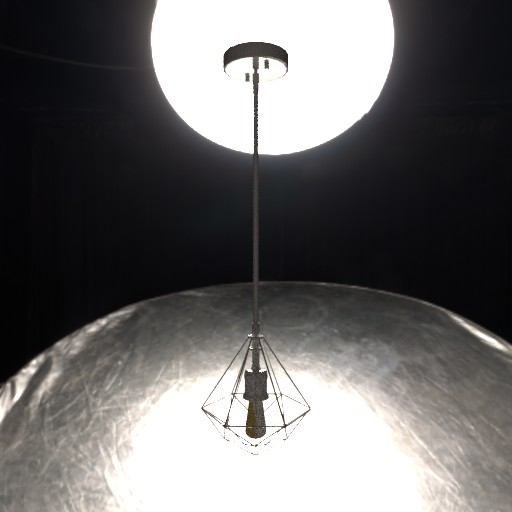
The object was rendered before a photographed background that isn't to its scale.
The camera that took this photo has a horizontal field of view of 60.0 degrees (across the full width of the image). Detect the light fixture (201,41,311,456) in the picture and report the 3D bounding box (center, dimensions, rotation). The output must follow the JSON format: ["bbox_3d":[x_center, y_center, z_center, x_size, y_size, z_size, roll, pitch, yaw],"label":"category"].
[{"bbox_3d":[0.000,0.000,1.964,0.487,1.764,0.431,0,0,1],"label":"light fixture"}]
